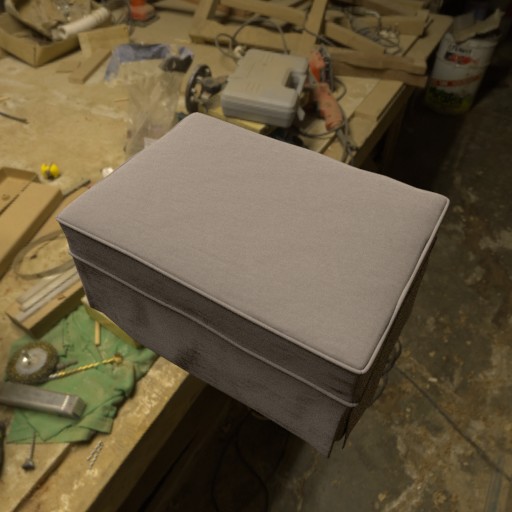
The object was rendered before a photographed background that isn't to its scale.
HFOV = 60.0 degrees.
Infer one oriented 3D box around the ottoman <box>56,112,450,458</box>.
[{"bbox_3d":[0.000,0.000,1.351,0.944,0.479,0.703,24,52,21],"label":"ottoman"}]
